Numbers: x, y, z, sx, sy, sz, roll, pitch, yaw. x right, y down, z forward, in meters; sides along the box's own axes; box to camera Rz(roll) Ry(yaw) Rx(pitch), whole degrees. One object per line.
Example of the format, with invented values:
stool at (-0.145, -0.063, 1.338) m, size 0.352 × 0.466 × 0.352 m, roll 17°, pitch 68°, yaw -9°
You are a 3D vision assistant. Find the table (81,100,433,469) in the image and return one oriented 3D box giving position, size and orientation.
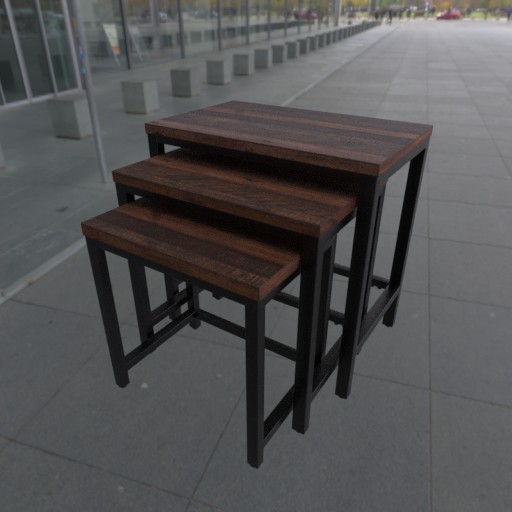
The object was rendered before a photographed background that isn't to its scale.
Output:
table at (0.000, 0.000, 1.144) m, size 0.608 × 0.616 × 0.660 m, roll 18°, pitch 34°, yaw 29°
